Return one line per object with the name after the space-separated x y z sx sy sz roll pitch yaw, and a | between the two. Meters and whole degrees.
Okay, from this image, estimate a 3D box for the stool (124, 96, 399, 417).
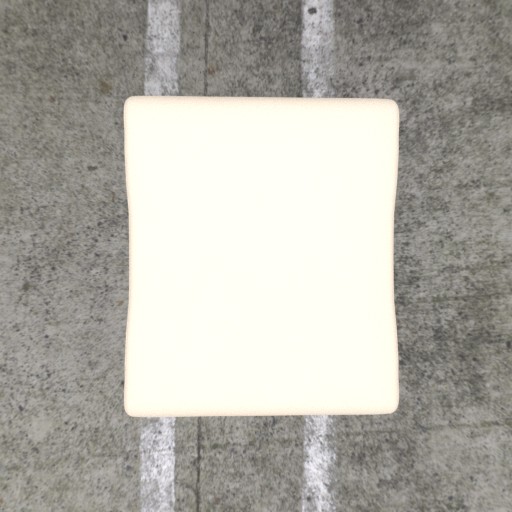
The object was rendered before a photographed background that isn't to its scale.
0.000 0.000 0.929 0.401 0.609 0.471 0 90 -2 | stool
